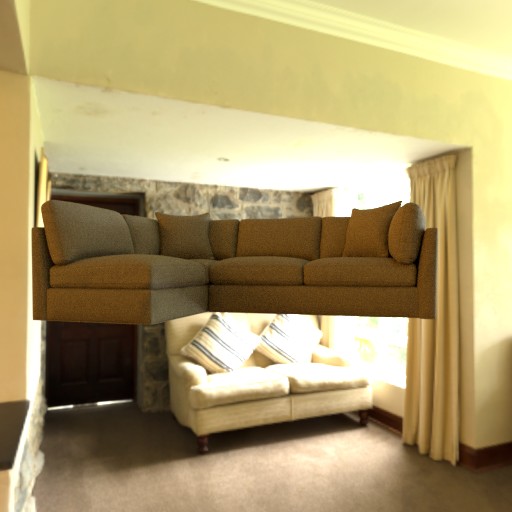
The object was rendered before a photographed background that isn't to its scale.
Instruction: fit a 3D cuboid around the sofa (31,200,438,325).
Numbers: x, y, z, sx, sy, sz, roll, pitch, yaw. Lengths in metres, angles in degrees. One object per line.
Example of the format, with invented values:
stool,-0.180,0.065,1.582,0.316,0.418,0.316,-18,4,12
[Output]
sofa,0.000,0.000,3.789,2.896,0.978,1.994,0,-2,17
